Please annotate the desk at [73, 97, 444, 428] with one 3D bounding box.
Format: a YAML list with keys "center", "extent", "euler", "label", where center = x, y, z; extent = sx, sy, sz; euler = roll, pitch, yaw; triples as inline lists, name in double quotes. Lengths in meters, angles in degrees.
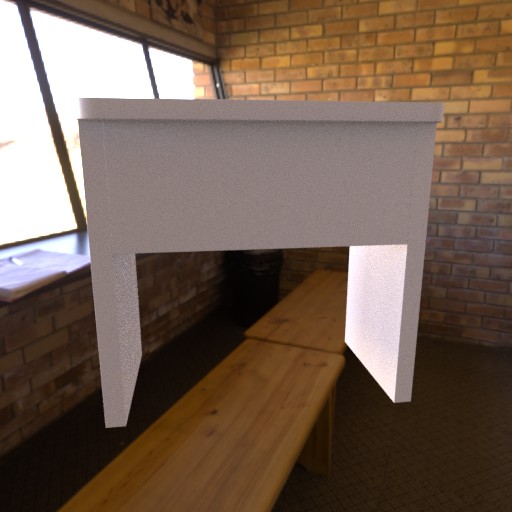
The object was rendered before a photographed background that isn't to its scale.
- center: [0.000, 0.000, 1.204]
  extent: [0.790, 0.760, 0.446]
  euler: [-2, 14, -8]
  label: "desk"
